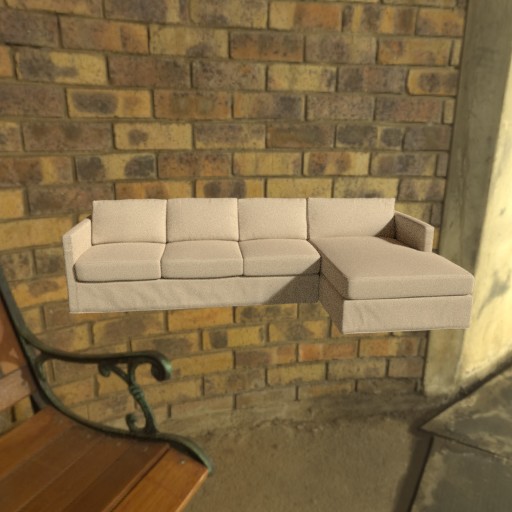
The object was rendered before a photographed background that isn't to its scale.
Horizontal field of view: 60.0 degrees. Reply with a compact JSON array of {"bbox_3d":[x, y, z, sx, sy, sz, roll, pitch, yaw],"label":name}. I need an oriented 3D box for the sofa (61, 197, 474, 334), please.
[{"bbox_3d":[0.000,0.000,3.909,3.206,0.871,1.622,-2,16,-6],"label":"sofa"}]
